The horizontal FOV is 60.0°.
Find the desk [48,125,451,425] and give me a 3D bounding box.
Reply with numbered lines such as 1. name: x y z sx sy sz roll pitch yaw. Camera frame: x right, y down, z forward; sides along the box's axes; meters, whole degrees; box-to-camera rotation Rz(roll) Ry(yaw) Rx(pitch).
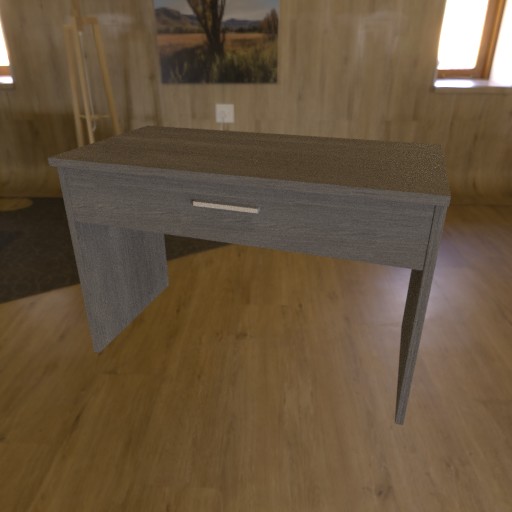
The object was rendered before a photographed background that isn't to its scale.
1. desk: 0.000 0.000 1.538 1.099 0.729 0.557 8 28 17
